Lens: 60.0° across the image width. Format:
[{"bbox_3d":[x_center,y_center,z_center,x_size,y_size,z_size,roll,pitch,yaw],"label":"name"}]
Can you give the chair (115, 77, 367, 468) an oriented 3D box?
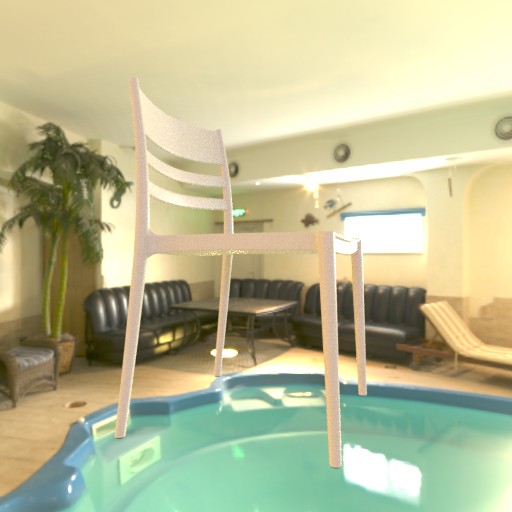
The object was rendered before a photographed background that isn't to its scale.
[{"bbox_3d":[0.000,0.000,1.139,0.511,0.800,0.531,0,1,20],"label":"chair"}]
